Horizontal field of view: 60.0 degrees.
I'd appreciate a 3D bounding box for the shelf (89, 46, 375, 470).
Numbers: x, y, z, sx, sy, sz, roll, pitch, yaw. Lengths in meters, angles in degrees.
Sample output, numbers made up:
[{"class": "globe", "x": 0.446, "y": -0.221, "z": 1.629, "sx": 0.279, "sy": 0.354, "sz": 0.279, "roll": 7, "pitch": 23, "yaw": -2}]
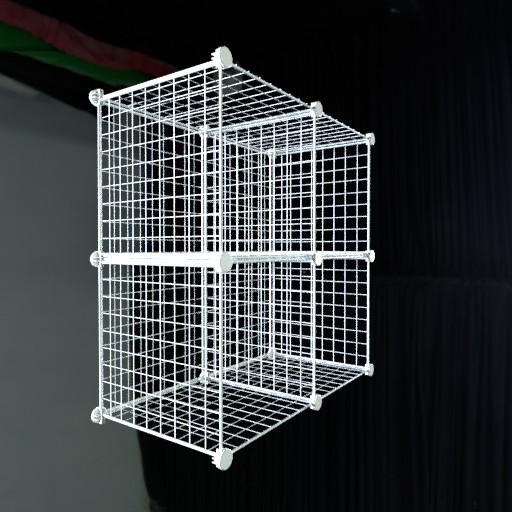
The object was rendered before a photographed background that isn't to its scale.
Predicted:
[{"class": "shelf", "x": 0.000, "y": 0.000, "z": 1.125, "sx": 0.356, "sy": 0.711, "sz": 0.711, "roll": 1, "pitch": 1, "yaw": 35}]
